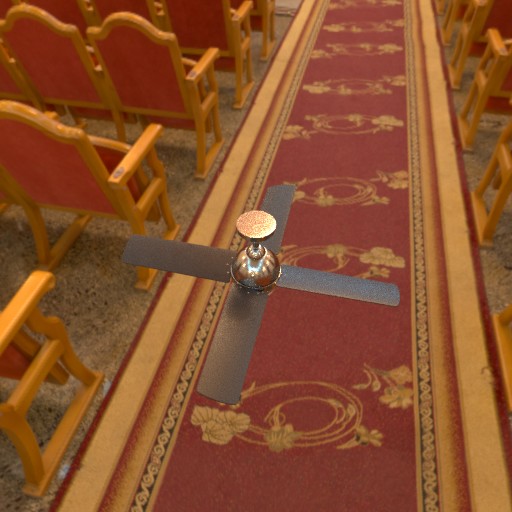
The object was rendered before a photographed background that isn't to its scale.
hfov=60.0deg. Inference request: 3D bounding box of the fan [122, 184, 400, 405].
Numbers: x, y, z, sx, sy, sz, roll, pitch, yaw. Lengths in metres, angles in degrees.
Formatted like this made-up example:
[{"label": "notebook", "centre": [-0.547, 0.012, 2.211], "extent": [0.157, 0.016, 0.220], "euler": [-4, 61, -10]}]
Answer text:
[{"label": "fan", "centre": [0.000, 0.000, 2.031], "extent": [1.332, 0.403, 1.332], "euler": [10, 48, 9]}]
